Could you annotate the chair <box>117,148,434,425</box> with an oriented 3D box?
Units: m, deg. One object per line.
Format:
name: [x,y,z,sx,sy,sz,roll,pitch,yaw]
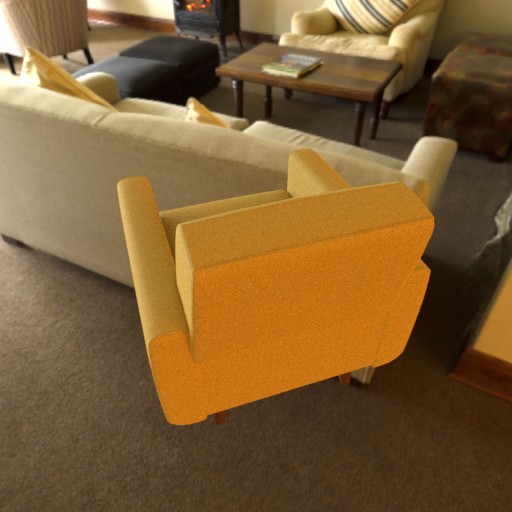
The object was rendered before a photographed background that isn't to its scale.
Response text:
chair: [0.000,0.000,1.531,0.831,0.841,0.909,-12,42,-14]
